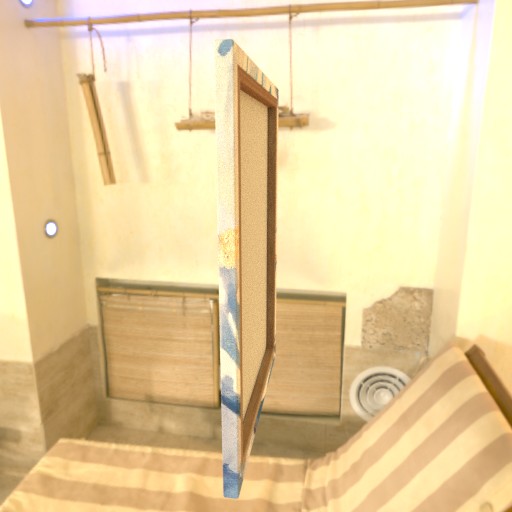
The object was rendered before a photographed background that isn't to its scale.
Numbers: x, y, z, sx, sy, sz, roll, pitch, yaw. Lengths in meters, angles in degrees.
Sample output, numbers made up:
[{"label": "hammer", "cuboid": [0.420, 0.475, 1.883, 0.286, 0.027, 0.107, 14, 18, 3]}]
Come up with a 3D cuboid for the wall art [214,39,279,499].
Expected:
[{"label": "wall art", "cuboid": [0.000, 0.000, 1.307, 0.038, 1.015, 0.761, 2, 14, 9]}]
